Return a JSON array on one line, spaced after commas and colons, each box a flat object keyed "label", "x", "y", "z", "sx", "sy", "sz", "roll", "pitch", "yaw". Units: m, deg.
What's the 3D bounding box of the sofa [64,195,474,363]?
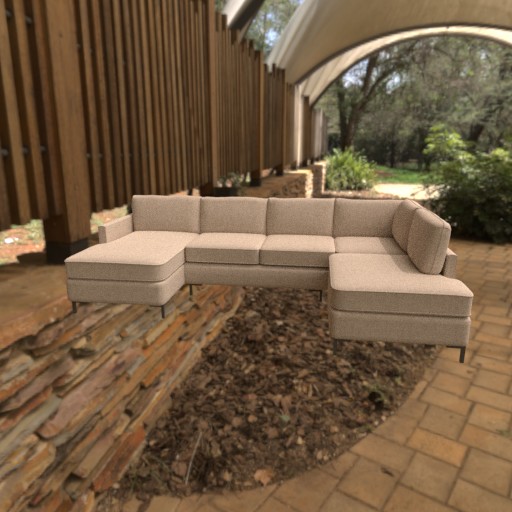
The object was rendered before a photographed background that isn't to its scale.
[{"label": "sofa", "x": 0.000, "y": 0.000, "z": 4.323, "sx": 3.423, "sy": 0.996, "sz": 2.021, "roll": 2, "pitch": 15, "yaw": 8}]
